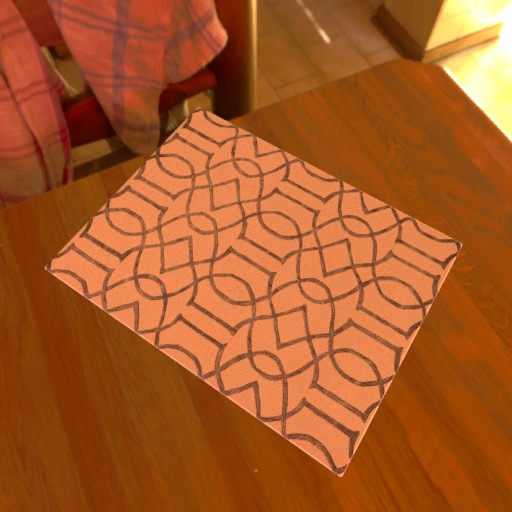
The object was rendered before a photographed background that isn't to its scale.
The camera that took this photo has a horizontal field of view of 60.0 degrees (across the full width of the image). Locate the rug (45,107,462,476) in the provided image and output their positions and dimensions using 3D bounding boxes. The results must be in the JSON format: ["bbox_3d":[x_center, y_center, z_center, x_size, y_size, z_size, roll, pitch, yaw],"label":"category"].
[{"bbox_3d":[0.000,0.000,3.858,2.910,0.021,2.211,31,68,14],"label":"rug"}]
